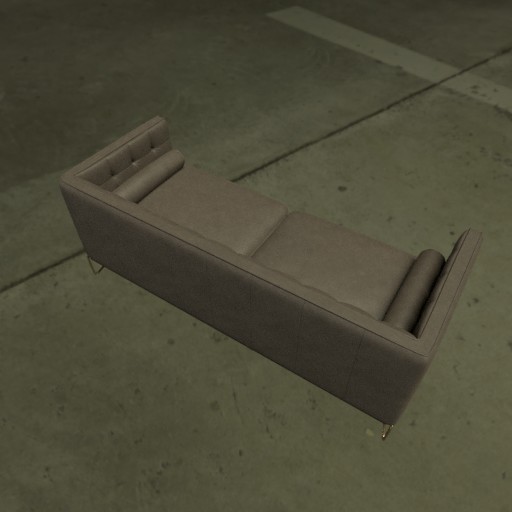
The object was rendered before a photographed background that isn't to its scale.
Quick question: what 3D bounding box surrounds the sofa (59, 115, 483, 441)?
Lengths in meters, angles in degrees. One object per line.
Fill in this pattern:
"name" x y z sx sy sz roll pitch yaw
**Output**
"sofa" 0.000 0.000 2.528 2.087 0.789 0.867 25 51 22
